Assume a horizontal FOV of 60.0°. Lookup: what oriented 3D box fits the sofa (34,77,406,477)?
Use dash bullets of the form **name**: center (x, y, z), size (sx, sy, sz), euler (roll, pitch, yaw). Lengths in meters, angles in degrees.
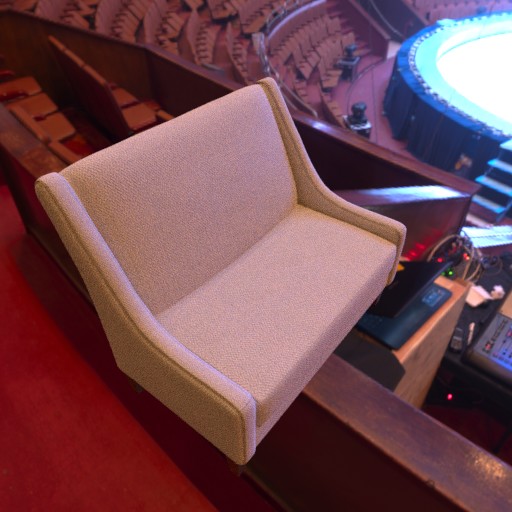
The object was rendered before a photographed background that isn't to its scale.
- **sofa**: center (0.000, 0.000, 1.874), size (0.870, 1.022, 1.242), euler (27, 47, 28)
